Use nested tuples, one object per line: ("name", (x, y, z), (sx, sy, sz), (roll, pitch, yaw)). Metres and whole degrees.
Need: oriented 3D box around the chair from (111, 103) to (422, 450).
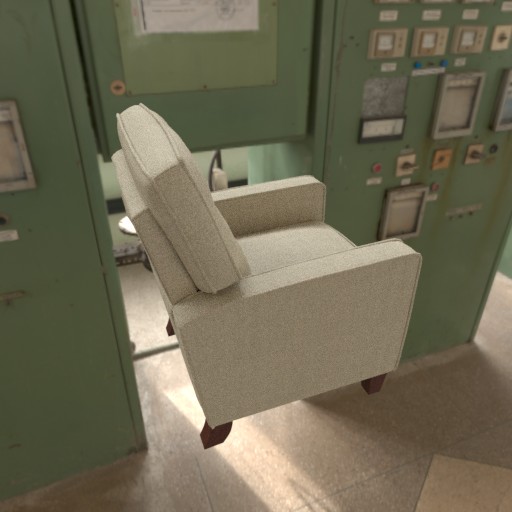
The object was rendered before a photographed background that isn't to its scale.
("chair", (0.000, 0.000, 1.404), (0.754, 0.888, 0.648), (-11, 33, -18))
